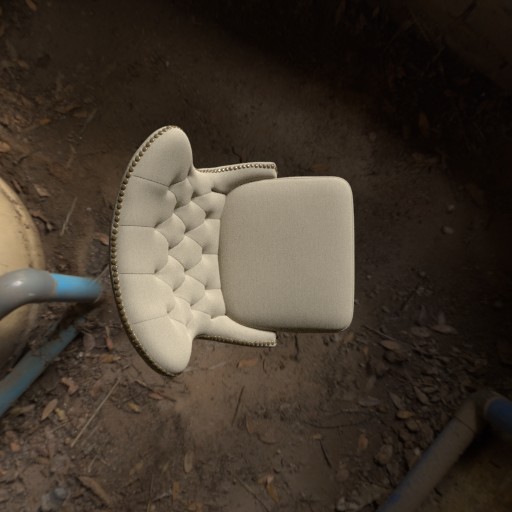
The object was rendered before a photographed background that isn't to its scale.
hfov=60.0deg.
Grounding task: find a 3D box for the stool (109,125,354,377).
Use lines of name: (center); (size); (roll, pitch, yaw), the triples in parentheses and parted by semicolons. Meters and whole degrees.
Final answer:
stool: (0.000, 0.000, 1.405); (0.605, 1.066, 0.528); (0, 89, -1)
